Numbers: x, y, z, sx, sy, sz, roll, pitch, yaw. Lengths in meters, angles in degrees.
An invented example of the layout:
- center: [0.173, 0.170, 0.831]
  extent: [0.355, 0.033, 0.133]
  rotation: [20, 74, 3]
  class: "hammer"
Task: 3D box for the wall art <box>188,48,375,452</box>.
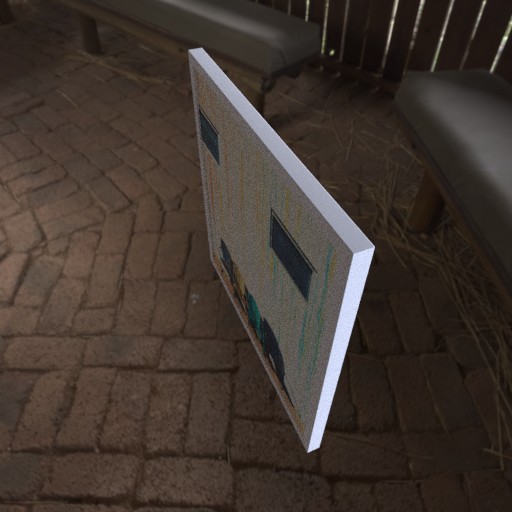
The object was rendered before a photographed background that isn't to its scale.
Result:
- center: [0.000, 0.000, 1.137]
  extent: [0.036, 0.760, 0.760]
  rotation: [-18, 49, -16]
  class: "wall art"
